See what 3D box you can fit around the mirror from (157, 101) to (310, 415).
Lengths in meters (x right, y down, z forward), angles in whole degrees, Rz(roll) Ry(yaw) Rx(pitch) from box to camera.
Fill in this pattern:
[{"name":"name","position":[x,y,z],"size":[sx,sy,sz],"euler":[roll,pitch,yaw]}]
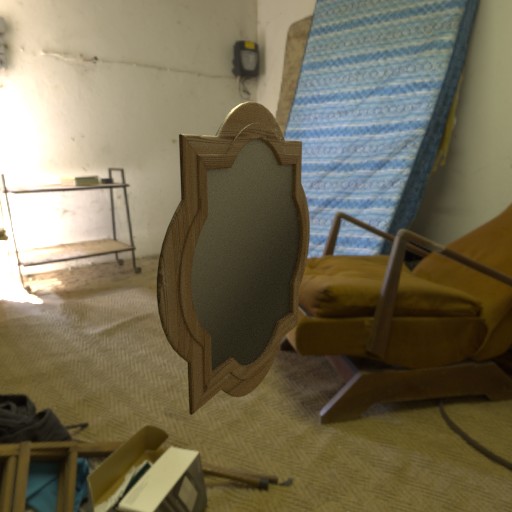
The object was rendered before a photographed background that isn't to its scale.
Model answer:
[{"name":"mirror","position":[0.000,0.000,1.066],"size":[0.019,0.686,0.686],"euler":[7,15,27]}]
